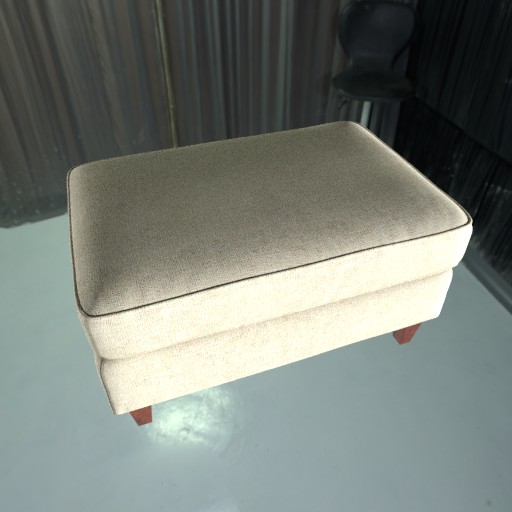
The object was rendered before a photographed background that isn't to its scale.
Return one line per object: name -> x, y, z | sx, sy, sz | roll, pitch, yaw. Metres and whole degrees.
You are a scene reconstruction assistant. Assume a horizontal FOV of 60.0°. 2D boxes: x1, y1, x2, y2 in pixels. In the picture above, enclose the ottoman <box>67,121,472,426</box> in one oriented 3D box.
ottoman -> 0.000, 0.000, 1.196 | 0.862, 0.484, 0.583 | -13, 42, -15
